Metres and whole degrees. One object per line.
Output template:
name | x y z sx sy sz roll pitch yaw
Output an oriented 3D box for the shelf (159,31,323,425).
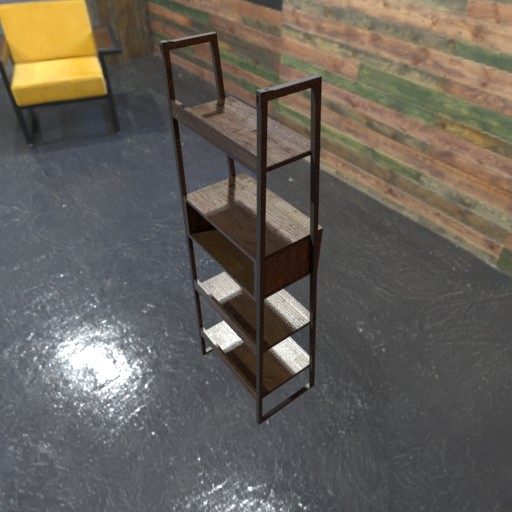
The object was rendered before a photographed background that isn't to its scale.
shelf | 0.000 0.000 2.285 0.454 2.005 0.652 -26 48 -27
